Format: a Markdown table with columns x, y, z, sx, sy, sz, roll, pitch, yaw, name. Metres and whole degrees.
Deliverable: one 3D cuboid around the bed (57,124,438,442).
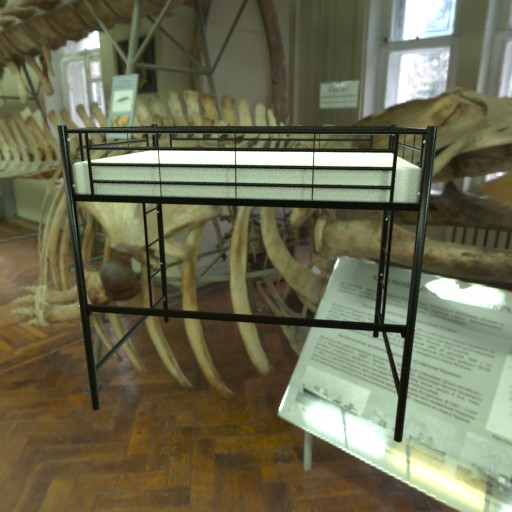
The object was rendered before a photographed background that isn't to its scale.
| x | y | z | sx | sy | sz | roll | pitch | yaw | name |
| --- | --- | --- | --- | --- | --- | --- | --- | --- | --- |
| 0.000 | 0.000 | 3.173 | 1.994 | 1.803 | 1.397 | 3 | 17 | 9 | bed |
